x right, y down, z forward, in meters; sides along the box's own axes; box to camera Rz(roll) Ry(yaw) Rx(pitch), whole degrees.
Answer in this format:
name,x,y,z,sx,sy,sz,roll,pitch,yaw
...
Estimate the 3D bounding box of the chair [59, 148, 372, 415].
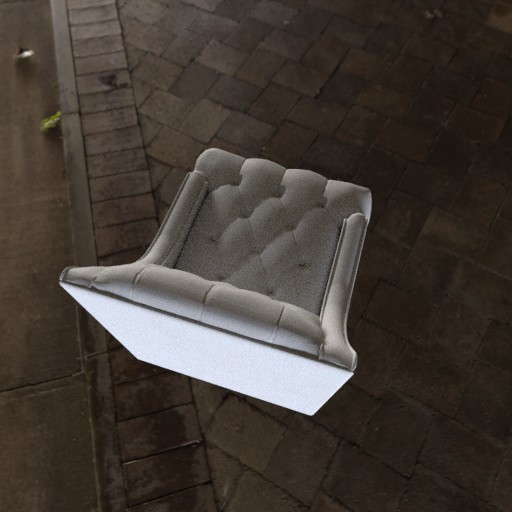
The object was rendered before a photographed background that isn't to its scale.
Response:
name,x,y,z,sx,sy,sz,roll,pitch,yaw
chair,0.000,0.000,1.425,0.658,0.891,0.772,16,65,8
